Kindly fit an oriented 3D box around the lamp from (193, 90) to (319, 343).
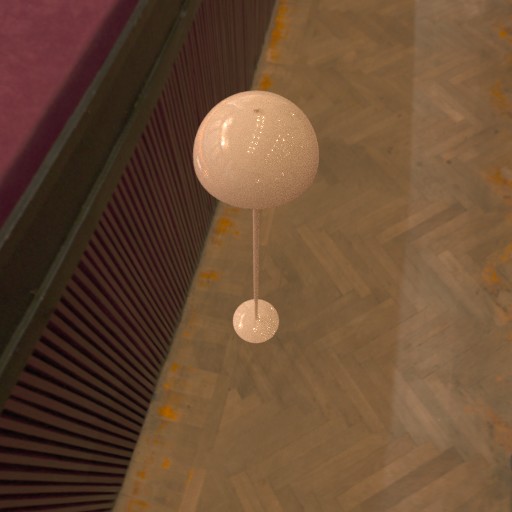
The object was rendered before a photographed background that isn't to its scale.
[{"bbox_3d":[0.000,0.000,1.669,0.328,1.480,0.328,15,64,7],"label":"lamp"}]
